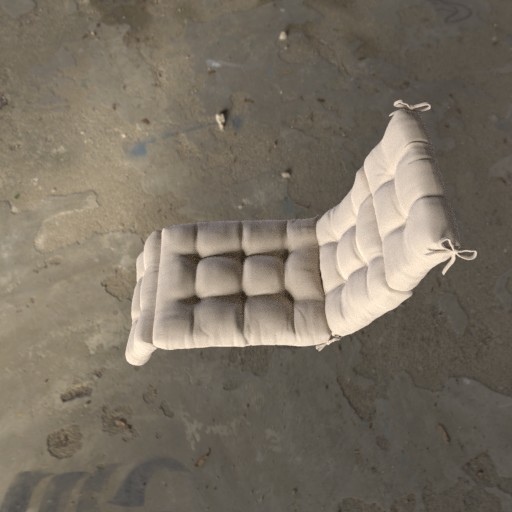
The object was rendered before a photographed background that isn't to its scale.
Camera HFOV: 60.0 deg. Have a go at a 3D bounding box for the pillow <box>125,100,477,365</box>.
[{"bbox_3d":[0.000,0.000,1.482,1.016,0.863,0.526,-1,60,-1],"label":"pillow"}]
